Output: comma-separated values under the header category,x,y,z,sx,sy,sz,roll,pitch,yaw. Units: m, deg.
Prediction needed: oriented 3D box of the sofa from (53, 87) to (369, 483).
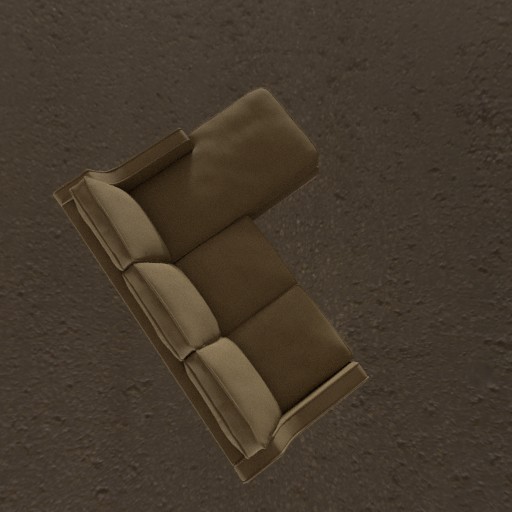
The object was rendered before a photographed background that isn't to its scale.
category,x,y,z,sx,sy,sz,roll,pitch,yaw
sofa,0.000,0.000,3.313,1.858,1.066,2.317,-35,79,-8
